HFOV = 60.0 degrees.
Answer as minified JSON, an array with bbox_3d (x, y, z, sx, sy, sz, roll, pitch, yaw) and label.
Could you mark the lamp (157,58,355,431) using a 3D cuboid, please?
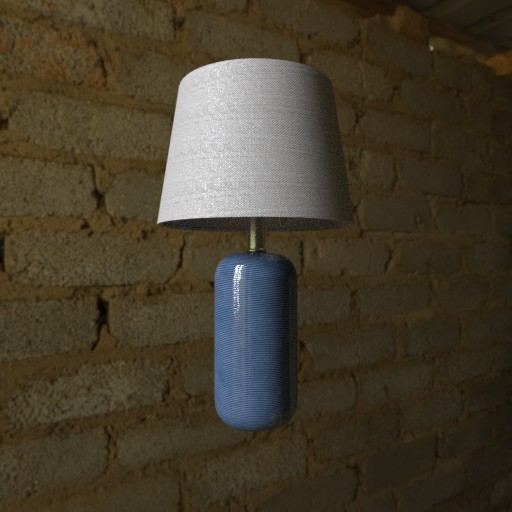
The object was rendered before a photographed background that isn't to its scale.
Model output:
[{"bbox_3d":[0.000,0.000,0.580,0.253,0.428,0.253,0,0,0],"label":"lamp"}]
